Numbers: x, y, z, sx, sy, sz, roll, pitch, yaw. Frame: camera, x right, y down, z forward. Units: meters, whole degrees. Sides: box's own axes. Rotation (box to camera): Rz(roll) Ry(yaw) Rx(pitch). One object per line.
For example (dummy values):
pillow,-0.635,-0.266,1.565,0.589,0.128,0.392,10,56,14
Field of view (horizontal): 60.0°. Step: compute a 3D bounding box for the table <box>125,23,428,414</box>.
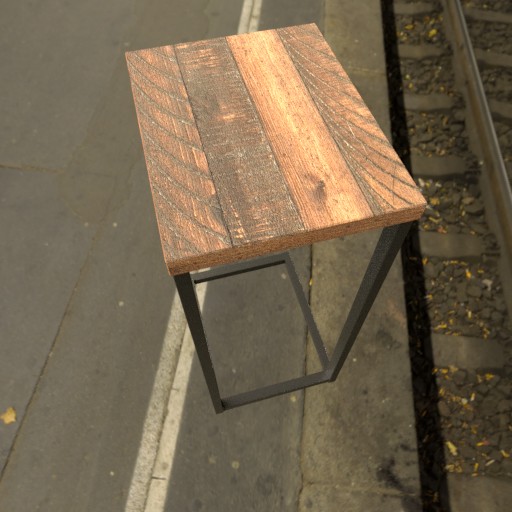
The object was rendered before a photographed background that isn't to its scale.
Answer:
table,0.000,0.000,0.925,0.323,0.718,0.414,-13,58,-8
